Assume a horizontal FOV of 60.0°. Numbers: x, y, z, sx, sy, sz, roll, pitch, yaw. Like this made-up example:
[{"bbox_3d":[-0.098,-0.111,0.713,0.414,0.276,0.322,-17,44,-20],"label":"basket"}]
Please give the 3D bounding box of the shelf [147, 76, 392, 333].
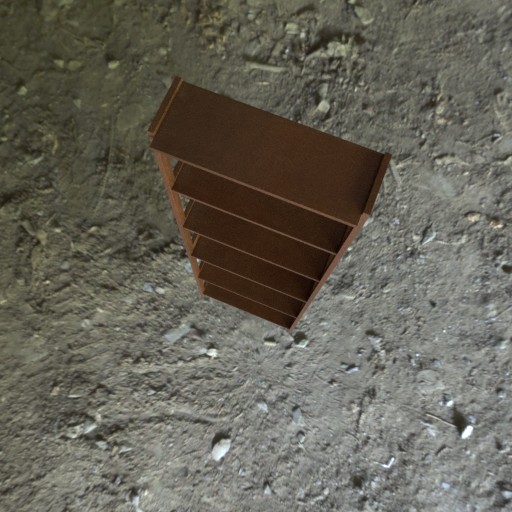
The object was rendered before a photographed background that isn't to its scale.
[{"bbox_3d":[0.000,0.000,2.123,0.660,1.892,0.382,22,77,5],"label":"shelf"}]
